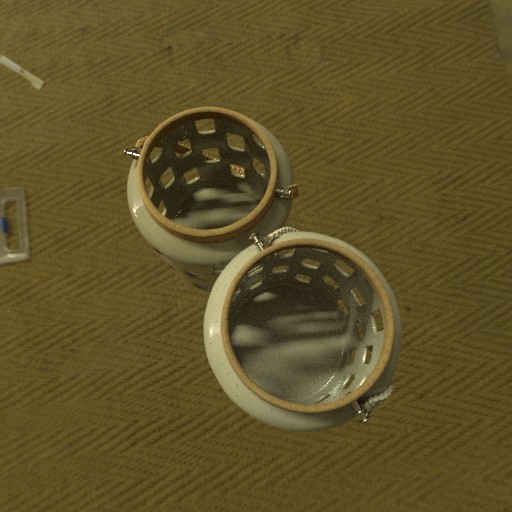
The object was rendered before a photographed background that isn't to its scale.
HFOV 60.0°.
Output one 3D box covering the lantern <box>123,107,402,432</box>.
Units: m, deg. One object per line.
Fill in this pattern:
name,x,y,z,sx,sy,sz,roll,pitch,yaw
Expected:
lantern,0.000,0.000,0.470,0.184,0.255,0.347,-29,78,-7
